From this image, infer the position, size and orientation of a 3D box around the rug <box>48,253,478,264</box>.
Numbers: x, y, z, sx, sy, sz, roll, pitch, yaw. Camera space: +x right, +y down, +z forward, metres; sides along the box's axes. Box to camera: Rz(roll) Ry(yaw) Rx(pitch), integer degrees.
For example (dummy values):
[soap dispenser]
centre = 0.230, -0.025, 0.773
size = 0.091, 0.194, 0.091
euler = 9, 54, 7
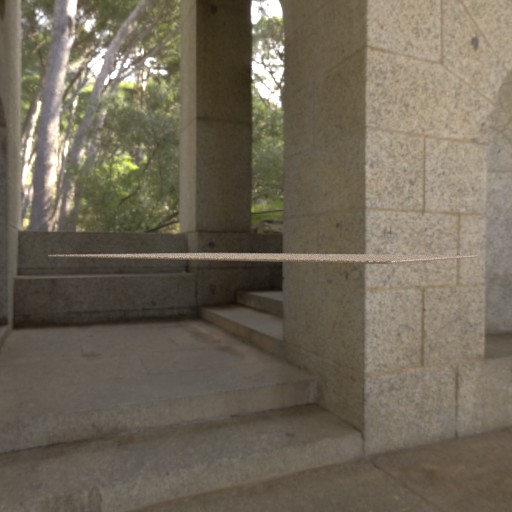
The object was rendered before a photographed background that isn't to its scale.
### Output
[rug]
centre = 0.000, 0.000, 2.194
size = 1.783, 0.008, 1.175
euler = 1, 1, 37
